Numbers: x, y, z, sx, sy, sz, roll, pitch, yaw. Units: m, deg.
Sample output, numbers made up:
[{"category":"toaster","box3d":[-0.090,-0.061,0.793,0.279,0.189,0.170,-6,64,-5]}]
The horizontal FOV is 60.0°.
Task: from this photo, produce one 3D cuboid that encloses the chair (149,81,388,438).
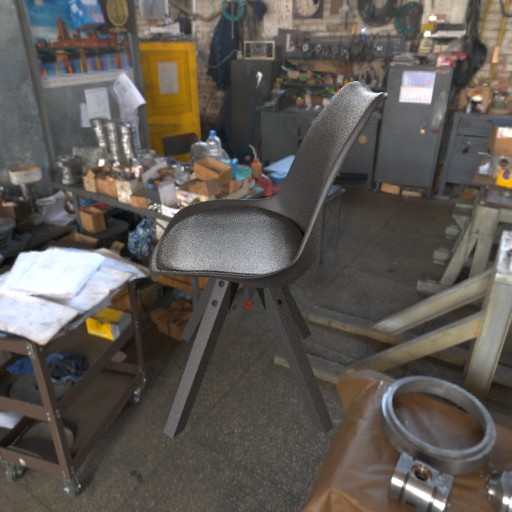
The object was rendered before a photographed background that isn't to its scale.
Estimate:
[{"category":"chair","box3d":[0.000,0.000,1.186,0.550,0.850,0.485,-1,27,-2]}]
